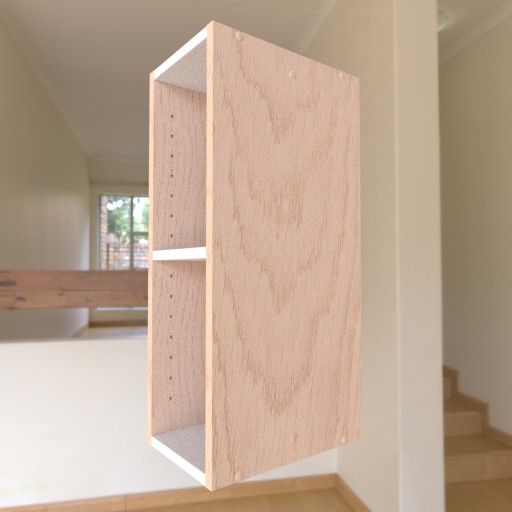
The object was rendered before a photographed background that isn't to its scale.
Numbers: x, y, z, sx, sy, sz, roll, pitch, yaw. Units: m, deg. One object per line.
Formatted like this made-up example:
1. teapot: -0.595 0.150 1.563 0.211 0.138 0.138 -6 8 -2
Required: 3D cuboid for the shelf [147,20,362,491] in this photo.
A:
1. shelf: 0.000 0.000 0.730 0.290 0.600 0.200 1 -2 -37
